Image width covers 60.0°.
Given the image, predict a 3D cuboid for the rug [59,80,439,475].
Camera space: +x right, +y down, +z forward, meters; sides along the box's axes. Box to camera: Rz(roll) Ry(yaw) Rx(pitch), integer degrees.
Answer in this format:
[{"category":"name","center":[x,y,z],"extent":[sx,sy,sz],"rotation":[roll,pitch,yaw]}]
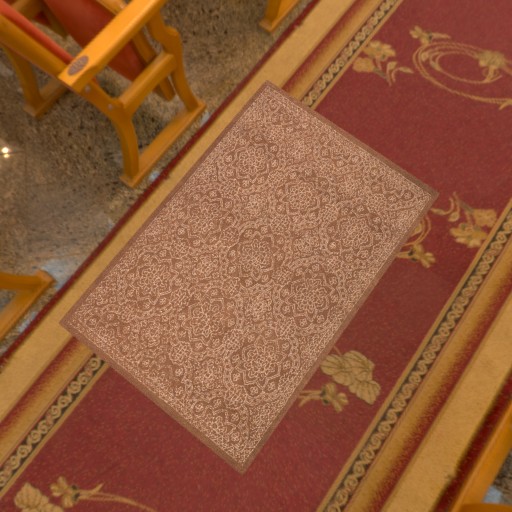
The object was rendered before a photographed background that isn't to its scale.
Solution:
[{"category":"rug","center":[0.000,0.000,3.013],"extent":[1.524,0.011,2.286],"rotation":[36,79,8]}]
